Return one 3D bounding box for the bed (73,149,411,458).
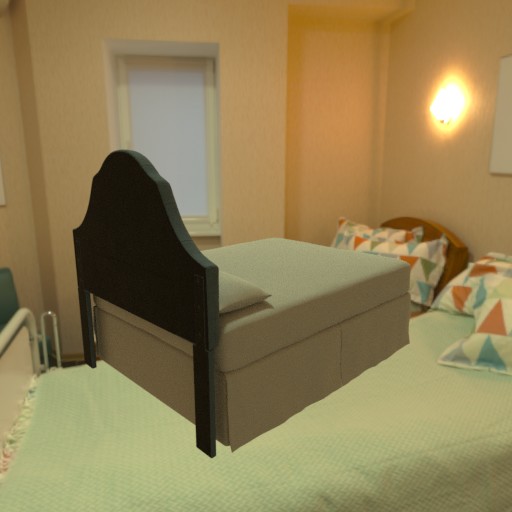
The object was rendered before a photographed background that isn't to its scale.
[{"bbox_3d":[0.000,0.000,3.398,2.155,1.575,1.636,-13,18,-43],"label":"bed"}]
